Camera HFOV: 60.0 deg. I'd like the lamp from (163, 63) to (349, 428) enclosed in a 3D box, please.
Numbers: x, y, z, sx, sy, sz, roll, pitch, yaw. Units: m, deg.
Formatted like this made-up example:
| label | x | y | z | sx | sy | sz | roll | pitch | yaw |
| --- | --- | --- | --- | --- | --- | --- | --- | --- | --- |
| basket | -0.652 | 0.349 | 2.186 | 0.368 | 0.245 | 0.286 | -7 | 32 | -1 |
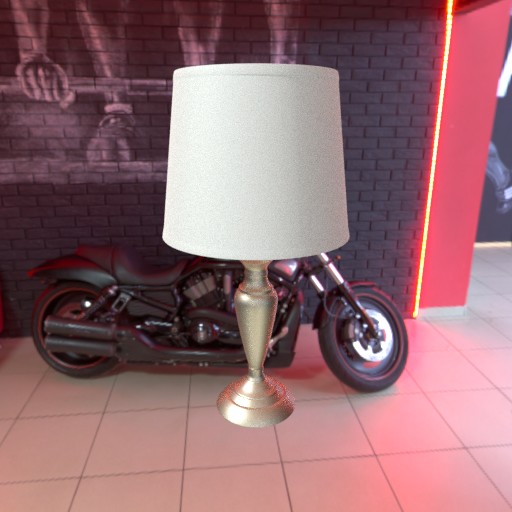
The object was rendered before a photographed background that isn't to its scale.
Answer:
| label | x | y | z | sx | sy | sz | roll | pitch | yaw |
| --- | --- | --- | --- | --- | --- | --- | --- | --- | --- |
| lamp | 0.000 | 0.000 | 0.808 | 0.328 | 0.619 | 0.328 | 0 | 17 | 0 |
